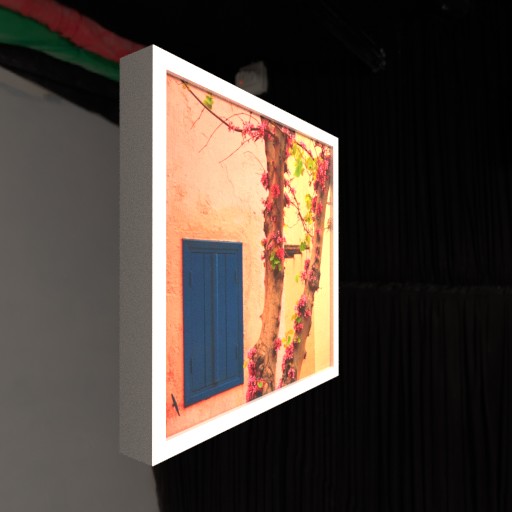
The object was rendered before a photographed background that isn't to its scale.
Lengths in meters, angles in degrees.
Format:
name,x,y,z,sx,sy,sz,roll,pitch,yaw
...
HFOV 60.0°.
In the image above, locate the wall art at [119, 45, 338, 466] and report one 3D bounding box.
name,x,y,z,sx,sy,sz,roll,pitch,yaw
wall art,0.000,0.000,0.451,0.038,0.302,0.305,0,0,36
